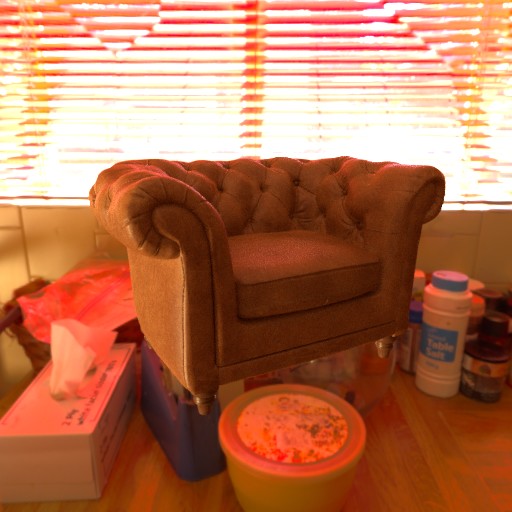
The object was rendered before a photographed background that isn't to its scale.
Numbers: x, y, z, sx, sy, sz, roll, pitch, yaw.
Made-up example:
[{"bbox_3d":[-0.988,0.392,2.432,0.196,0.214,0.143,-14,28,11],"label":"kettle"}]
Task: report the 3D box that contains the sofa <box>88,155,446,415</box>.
[{"bbox_3d":[0.000,0.000,2.055,1.405,0.878,1.033,-8,18,-27],"label":"sofa"}]
